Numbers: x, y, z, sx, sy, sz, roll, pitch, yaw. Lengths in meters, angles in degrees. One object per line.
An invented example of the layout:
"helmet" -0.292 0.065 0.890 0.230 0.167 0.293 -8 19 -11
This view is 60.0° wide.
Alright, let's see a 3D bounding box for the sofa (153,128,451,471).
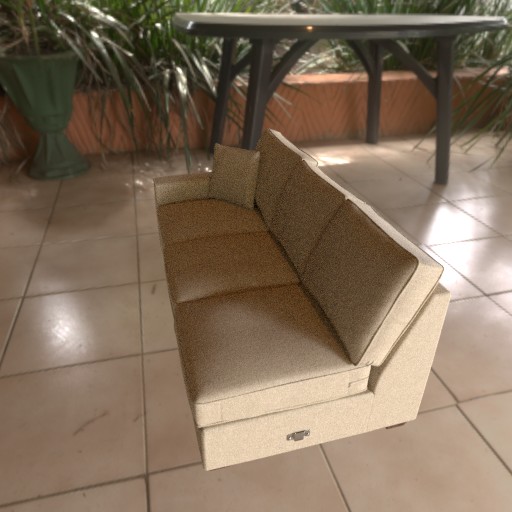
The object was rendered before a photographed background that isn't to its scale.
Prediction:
"sofa" 0.000 0.000 2.515 1.034 0.946 1.962 -8 31 -13
